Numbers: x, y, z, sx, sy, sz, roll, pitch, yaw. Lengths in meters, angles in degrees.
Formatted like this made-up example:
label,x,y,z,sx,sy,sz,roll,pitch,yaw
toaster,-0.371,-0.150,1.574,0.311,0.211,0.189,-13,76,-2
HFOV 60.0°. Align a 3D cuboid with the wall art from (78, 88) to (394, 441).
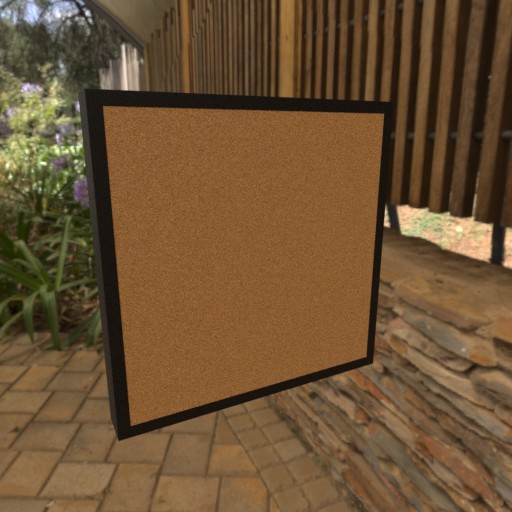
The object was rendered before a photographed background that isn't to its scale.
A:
label,x,y,z,sx,sy,sz,roll,pitch,yaw
wall art,0.000,0.000,0.450,0.305,0.304,0.038,-8,17,-27
